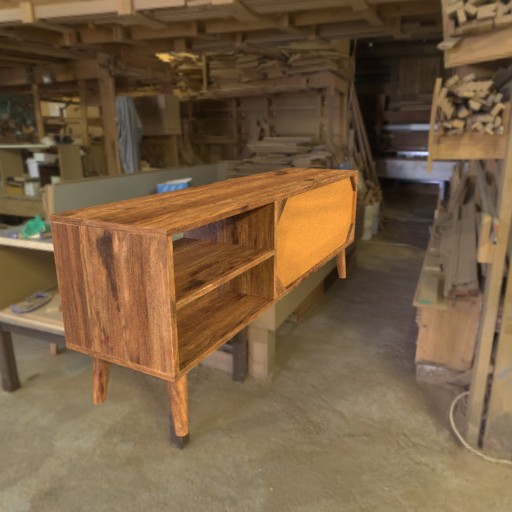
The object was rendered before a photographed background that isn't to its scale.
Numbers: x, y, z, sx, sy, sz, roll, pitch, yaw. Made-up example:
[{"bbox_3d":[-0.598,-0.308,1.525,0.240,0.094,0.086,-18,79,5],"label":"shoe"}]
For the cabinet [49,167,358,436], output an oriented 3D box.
[{"bbox_3d":[0.000,0.000,1.662,0.349,0.528,1.448,8,18,26],"label":"cabinet"}]
